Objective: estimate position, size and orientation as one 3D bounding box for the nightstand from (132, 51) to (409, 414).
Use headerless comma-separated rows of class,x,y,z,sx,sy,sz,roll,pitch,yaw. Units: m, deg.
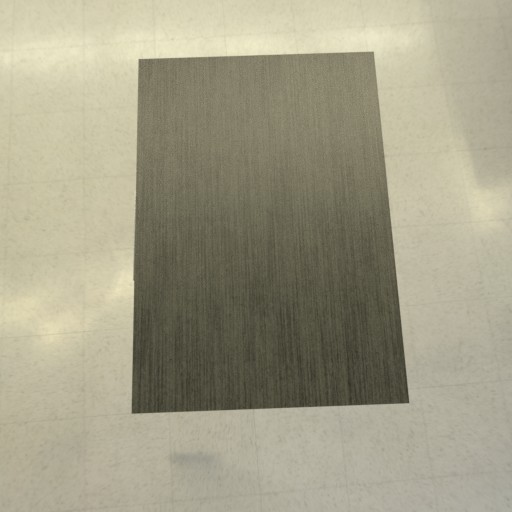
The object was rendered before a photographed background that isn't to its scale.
nightstand,0.000,0.000,0.761,0.325,0.460,0.441,-2,78,0
